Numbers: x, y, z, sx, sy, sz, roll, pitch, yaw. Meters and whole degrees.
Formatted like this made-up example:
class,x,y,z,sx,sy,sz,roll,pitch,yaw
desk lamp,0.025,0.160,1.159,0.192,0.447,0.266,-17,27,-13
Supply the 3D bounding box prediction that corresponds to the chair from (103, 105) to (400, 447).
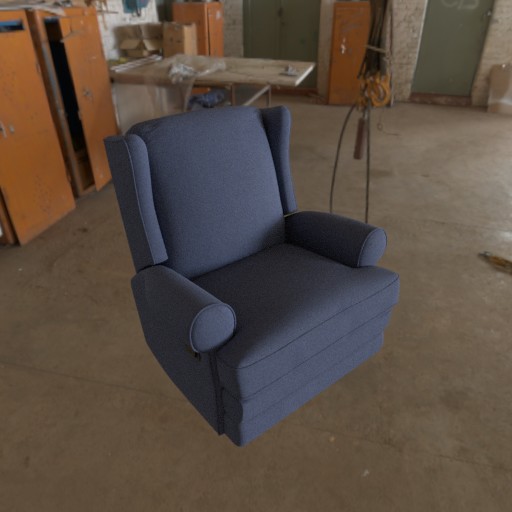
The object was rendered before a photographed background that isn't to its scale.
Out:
class,x,y,z,sx,sy,sz,roll,pitch,yaw
chair,0.000,0.000,1.779,0.971,1.020,0.877,-23,38,-33
